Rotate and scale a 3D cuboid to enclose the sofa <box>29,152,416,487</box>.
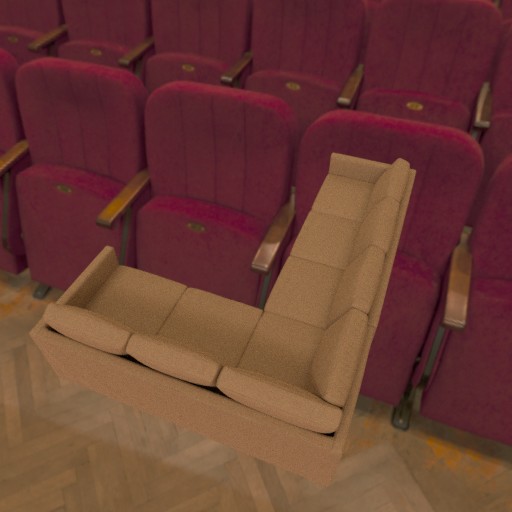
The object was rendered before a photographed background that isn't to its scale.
[{"bbox_3d":[0.000,0.000,4.202,2.432,0.871,3.182,16,49,15],"label":"sofa"}]
